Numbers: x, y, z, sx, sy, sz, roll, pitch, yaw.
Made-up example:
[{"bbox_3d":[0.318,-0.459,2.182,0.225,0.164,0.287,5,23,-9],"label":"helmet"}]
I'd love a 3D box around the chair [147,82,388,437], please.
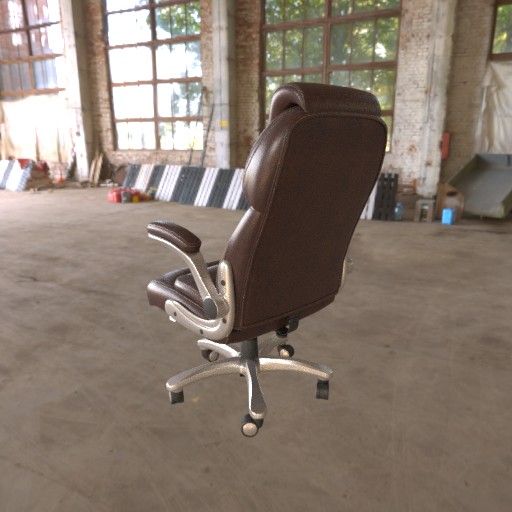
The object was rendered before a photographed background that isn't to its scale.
[{"bbox_3d":[0.000,0.000,1.670,0.733,1.160,0.774,-14,20,-42],"label":"chair"}]
